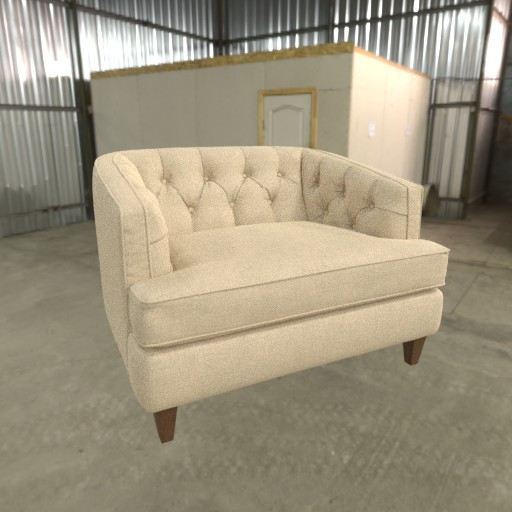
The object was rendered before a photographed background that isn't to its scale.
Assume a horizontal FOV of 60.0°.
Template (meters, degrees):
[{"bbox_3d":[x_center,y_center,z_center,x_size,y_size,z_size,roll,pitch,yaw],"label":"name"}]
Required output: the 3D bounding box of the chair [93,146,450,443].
[{"bbox_3d":[0.000,0.000,1.707,1.118,0.787,0.914,-8,18,-25],"label":"chair"}]
